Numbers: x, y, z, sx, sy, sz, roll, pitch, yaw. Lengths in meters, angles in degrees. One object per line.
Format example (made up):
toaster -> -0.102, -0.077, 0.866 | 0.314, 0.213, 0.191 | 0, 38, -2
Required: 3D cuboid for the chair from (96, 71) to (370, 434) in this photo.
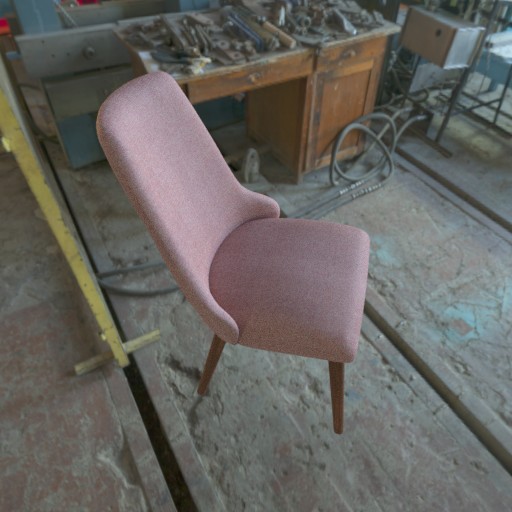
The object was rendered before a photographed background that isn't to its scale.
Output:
chair -> 0.000, 0.000, 1.306 | 0.707, 0.918, 0.535 | 11, 47, 11
